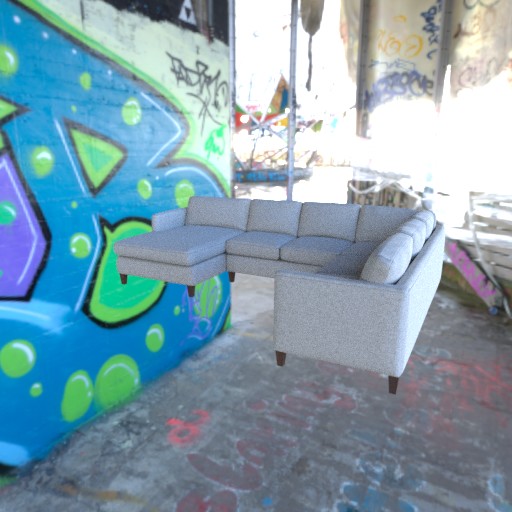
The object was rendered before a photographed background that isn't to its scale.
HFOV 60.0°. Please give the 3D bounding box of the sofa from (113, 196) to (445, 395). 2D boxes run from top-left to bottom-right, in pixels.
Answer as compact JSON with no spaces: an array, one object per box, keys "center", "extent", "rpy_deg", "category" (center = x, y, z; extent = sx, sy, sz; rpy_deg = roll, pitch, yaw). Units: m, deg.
[{"center":[0.000,0.000,4.654],"extent":[3.460,0.959,2.593],"rpy_deg":[7,16,27],"category":"sofa"}]
